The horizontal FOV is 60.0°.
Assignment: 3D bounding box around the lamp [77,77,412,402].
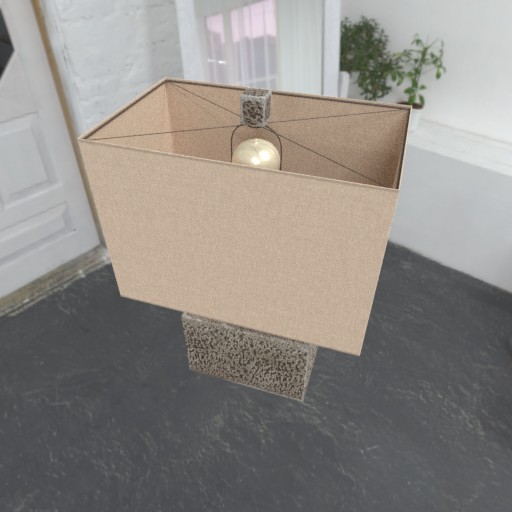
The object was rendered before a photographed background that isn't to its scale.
[{"bbox_3d":[0.000,0.000,0.559,0.294,0.411,0.180,12,42,14],"label":"lamp"}]
